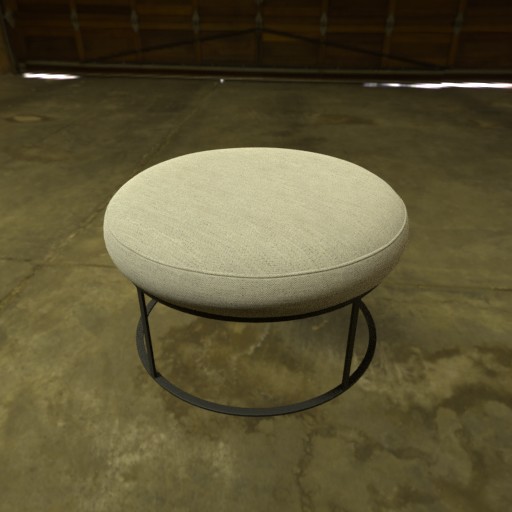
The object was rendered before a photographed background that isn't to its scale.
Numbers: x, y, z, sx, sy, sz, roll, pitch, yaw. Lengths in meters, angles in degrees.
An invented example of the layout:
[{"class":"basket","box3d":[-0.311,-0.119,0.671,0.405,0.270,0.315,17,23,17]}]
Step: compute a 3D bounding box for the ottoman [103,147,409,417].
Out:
[{"class":"ottoman","box3d":[0.000,0.000,1.226,0.769,0.459,0.769,0,30,0]}]
